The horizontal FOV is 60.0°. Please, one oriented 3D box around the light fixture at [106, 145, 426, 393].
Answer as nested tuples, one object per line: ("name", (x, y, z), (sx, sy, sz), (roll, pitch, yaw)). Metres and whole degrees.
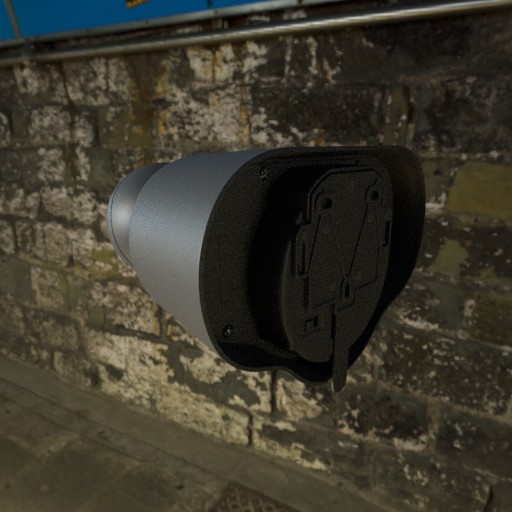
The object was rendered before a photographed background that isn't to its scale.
("light fixture", (0.000, 0.000, 0.328), (0.159, 0.159, 0.229), (14, 20, 42))
